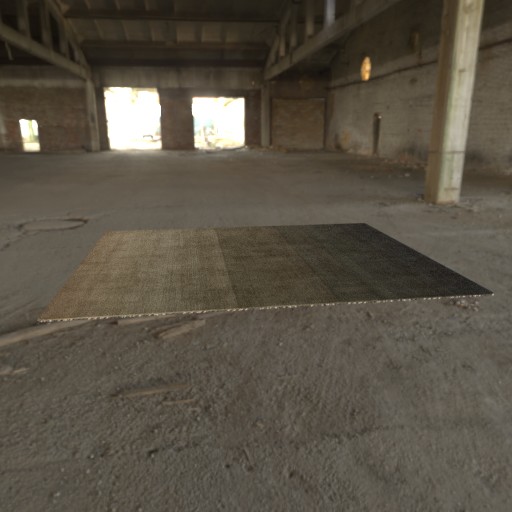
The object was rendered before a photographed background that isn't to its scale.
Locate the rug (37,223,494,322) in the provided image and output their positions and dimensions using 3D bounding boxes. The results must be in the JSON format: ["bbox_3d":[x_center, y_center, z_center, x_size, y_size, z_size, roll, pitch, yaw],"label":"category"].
[{"bbox_3d":[0.000,0.000,3.841,2.902,0.017,2.306,-2,16,-8],"label":"rug"}]
